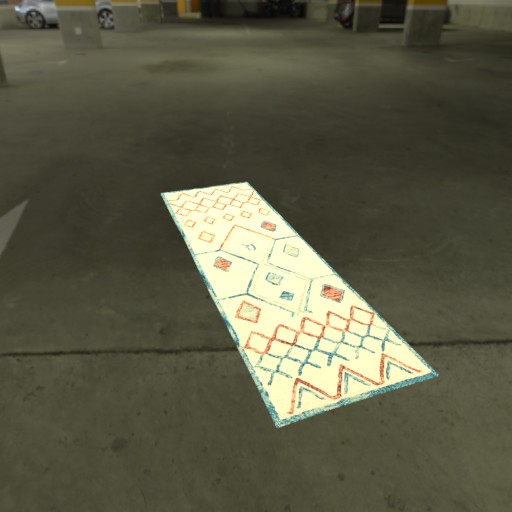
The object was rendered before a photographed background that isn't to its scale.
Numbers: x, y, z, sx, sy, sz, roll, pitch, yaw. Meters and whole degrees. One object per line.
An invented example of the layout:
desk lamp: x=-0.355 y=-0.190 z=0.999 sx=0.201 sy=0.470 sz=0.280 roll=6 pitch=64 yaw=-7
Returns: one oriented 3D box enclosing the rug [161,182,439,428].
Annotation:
rug: x=0.000 y=0.000 z=2.752 sx=0.750 sy=0.011 sz=2.435 roll=-11 pitch=32 yaw=-18
